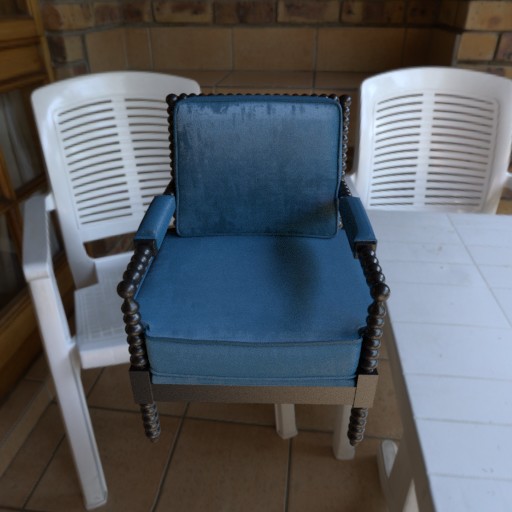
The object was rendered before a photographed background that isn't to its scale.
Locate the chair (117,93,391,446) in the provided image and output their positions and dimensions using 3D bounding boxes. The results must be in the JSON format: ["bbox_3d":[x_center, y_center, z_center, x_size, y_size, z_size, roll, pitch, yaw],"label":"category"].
[{"bbox_3d":[0.000,0.000,1.403,0.688,0.857,0.805,1,31,1],"label":"chair"}]
